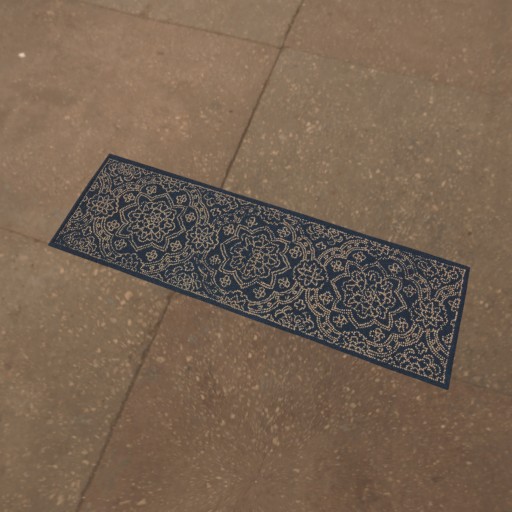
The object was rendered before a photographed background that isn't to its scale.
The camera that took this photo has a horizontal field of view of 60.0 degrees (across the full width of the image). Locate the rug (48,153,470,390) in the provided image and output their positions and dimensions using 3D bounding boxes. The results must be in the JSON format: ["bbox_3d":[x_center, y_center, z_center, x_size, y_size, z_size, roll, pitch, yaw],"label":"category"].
[{"bbox_3d":[0.000,0.000,2.678,2.448,0.012,0.769,19,65,9],"label":"rug"}]
